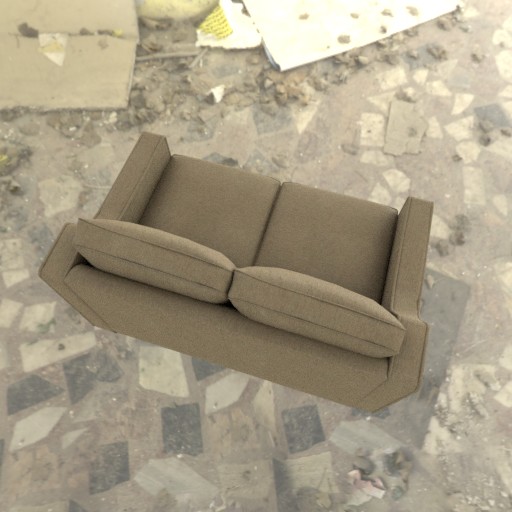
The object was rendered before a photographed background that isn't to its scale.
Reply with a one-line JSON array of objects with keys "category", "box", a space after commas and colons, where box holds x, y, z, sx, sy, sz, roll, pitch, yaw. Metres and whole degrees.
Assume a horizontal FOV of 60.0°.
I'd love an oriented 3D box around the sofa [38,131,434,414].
[{"category": "sofa", "box": [0.000, 0.000, 2.144, 1.503, 0.981, 0.985, 15, 64, 8]}]
